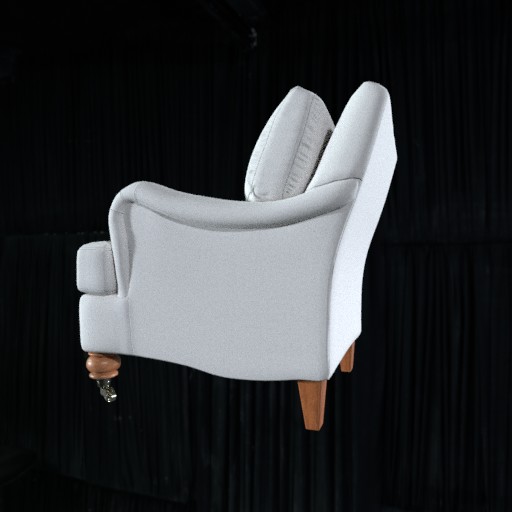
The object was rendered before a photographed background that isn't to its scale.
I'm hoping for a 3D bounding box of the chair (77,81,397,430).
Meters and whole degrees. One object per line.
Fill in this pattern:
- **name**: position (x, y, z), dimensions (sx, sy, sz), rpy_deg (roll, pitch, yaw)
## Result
- **chair**: position (0.000, 0.000, 1.790), dimensions (1.070, 1.038, 0.955), rpy_deg (0, -1, 19)
